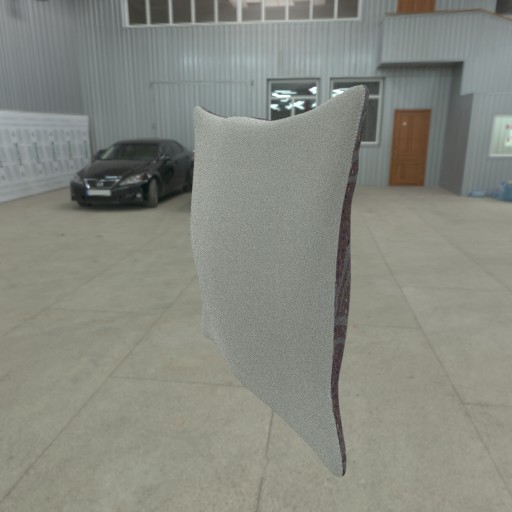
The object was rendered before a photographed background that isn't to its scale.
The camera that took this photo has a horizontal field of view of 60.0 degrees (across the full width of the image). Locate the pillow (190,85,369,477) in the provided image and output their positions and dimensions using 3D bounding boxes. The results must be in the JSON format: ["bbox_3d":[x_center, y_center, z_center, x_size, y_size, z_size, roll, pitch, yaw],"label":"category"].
[{"bbox_3d":[0.000,0.000,0.762,0.163,0.513,0.514,-8,17,-27],"label":"pillow"}]
